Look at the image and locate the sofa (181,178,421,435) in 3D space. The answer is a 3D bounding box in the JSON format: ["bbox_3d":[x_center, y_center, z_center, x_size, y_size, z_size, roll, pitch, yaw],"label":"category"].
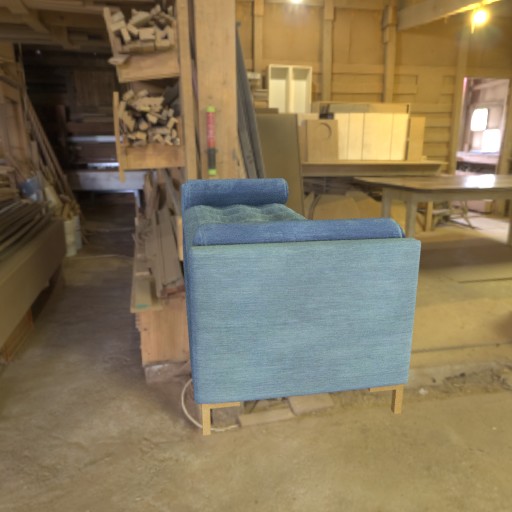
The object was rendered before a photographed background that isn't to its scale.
[{"bbox_3d":[0.000,0.000,2.467,0.796,0.705,2.102,-3,15,-10],"label":"sofa"}]
